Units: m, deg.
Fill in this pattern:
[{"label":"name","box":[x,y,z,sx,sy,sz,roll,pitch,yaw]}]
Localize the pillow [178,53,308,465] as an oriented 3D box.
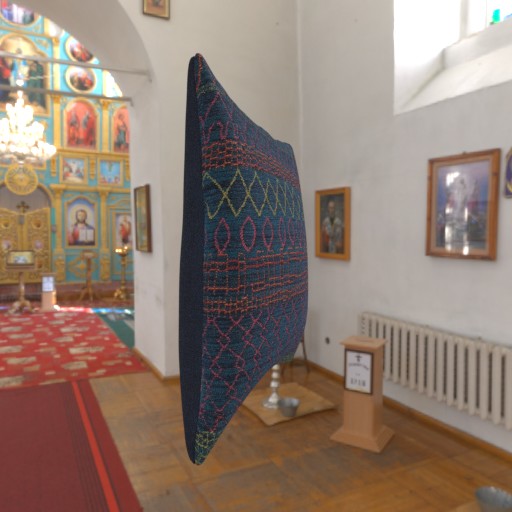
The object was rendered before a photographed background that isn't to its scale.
[{"label":"pillow","box":[0.000,0.000,0.663,0.141,0.431,0.431,0,2,17]}]
